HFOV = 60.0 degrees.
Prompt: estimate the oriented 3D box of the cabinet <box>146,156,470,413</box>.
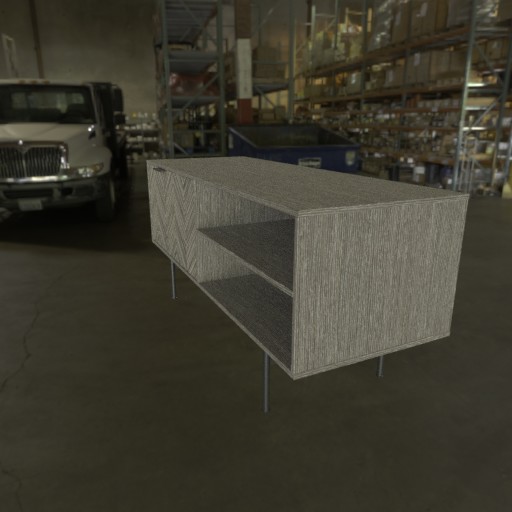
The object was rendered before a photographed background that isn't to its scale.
[{"bbox_3d":[0.000,0.000,1.599,0.500,0.599,1.300,-8,19,-25],"label":"cabinet"}]
